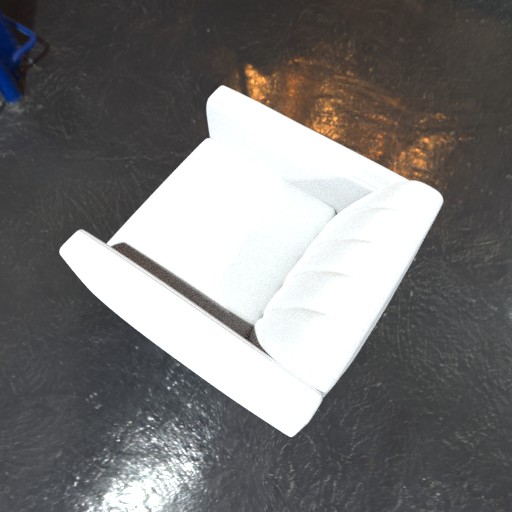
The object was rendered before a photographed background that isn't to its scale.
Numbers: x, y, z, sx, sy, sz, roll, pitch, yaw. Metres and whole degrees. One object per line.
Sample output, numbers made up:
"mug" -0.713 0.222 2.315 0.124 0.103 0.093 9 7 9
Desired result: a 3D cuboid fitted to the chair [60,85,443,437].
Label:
"chair" 0.000 0.000 1.701 0.998 0.819 0.953 32 68 14
